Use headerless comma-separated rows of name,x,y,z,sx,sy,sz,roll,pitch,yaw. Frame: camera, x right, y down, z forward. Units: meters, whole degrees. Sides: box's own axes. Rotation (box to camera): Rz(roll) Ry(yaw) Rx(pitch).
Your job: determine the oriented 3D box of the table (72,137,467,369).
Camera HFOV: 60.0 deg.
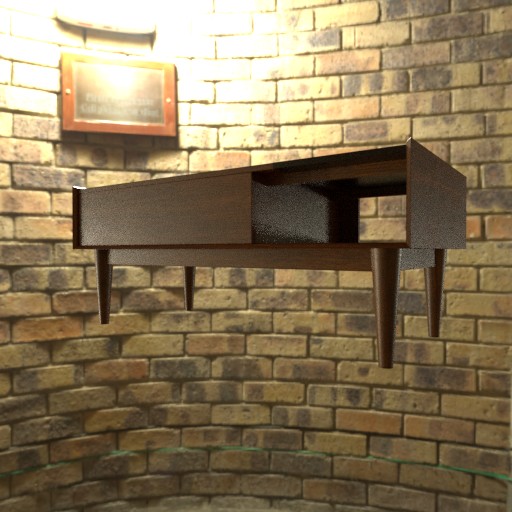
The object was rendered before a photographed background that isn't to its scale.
table,0.000,0.000,1.526,1.221,0.508,0.610,0,1,35
